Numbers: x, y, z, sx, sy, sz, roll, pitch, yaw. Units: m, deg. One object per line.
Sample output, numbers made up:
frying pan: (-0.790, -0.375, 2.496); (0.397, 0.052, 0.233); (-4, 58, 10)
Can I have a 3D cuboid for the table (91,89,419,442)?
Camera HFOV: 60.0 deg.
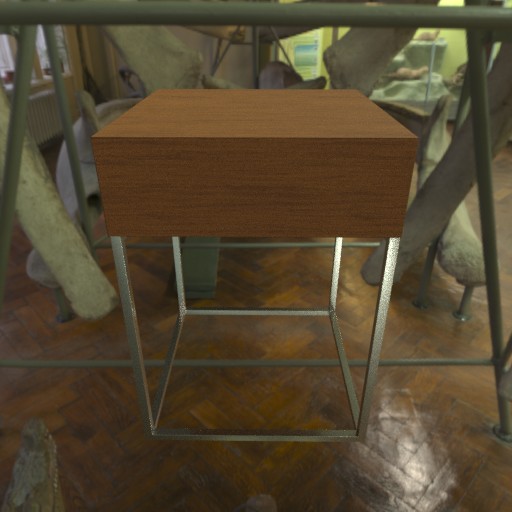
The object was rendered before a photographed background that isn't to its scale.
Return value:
table: (0.000, 0.000, 0.838); (0.397, 0.540, 0.398); (0, 28, 1)
